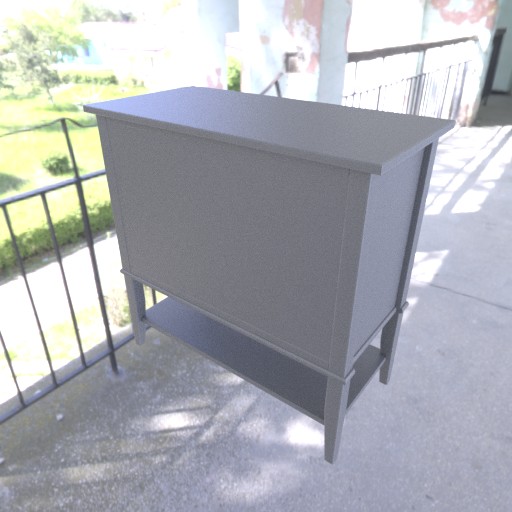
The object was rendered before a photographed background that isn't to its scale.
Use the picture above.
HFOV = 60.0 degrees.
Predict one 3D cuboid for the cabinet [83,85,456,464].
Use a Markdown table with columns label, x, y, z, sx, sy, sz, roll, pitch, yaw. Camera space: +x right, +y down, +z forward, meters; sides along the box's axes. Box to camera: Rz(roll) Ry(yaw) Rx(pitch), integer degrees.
| label | x | y | z | sx | sy | sz | roll | pitch | yaw |
| --- | --- | --- | --- | --- | --- | --- | --- | --- | --- |
| cabinet | 0.000 | 0.000 | 1.237 | 0.801 | 0.780 | 0.396 | 21 | 35 | 32 |
